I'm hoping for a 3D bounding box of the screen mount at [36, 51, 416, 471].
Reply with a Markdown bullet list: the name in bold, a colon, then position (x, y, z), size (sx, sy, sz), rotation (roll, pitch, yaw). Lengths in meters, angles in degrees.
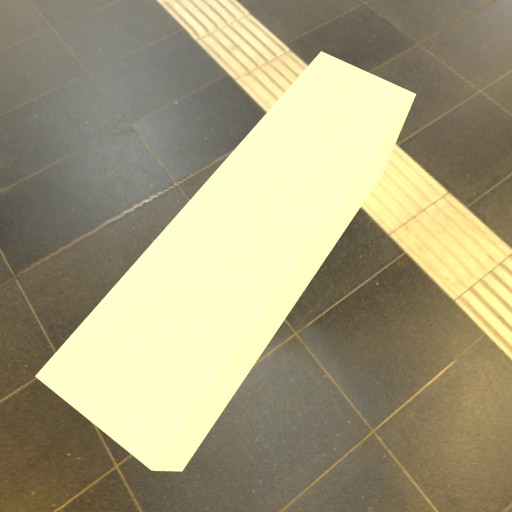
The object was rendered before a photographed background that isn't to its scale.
- **screen mount**: position (0.000, 0.000, 1.670), size (0.400, 0.619, 1.490), rotation (31, 68, 14)
